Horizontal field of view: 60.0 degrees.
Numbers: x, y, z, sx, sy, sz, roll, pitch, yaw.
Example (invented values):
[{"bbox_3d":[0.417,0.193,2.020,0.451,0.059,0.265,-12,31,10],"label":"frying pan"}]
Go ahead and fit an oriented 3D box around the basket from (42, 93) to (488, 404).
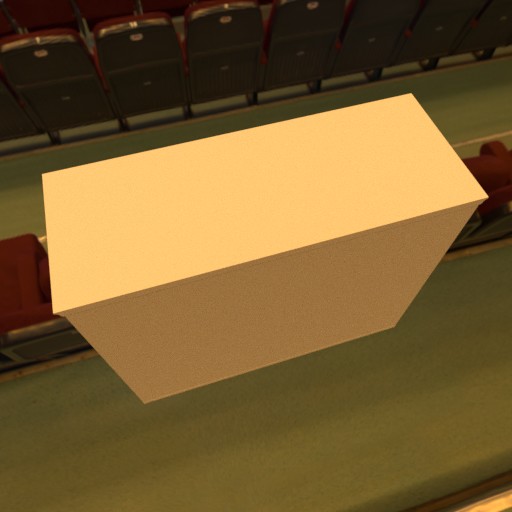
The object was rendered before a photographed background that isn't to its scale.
[{"bbox_3d":[0.000,0.000,1.126,0.792,0.625,0.376,-15,60,-9],"label":"basket"}]
